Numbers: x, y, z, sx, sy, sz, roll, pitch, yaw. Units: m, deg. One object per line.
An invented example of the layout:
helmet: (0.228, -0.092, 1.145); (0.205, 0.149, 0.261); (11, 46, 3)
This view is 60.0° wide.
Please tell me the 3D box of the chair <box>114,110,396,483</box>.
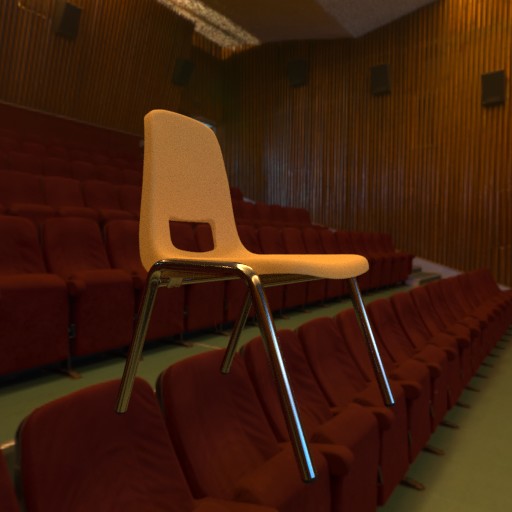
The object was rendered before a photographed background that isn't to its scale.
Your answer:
chair: (0.000, 0.000, 0.829); (0.423, 0.586, 0.354); (1, 2, 35)
